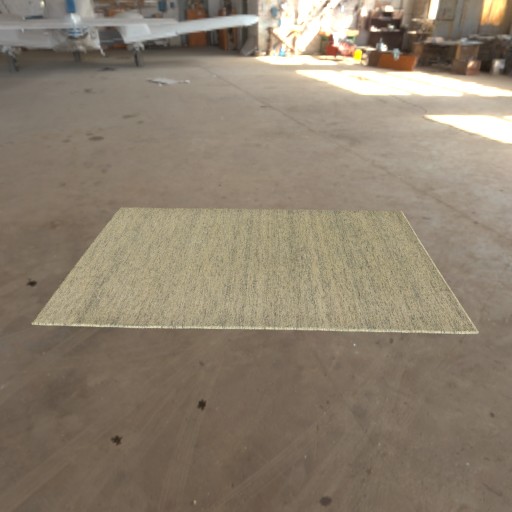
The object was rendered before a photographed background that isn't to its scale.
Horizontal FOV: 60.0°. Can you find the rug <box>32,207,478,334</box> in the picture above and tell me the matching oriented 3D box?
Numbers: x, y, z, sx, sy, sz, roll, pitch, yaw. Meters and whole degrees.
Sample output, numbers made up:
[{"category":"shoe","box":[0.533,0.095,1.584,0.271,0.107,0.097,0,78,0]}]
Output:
[{"category":"rug","box":[0.000,0.000,2.356,1.846,0.014,1.243,1,29,2]}]
